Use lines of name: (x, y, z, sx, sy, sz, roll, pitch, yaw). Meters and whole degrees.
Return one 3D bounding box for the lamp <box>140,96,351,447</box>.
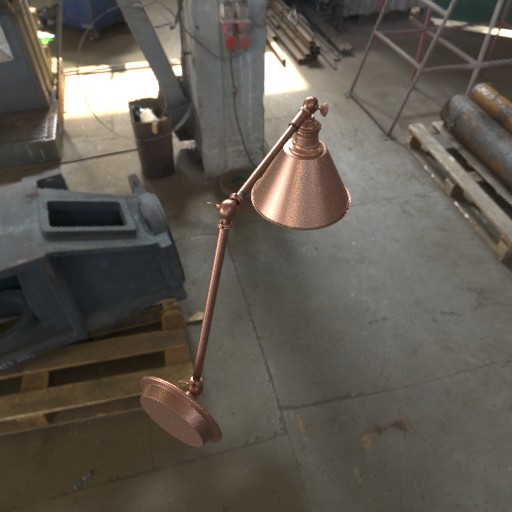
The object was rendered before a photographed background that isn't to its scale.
lamp: (0.000, 0.000, 0.889, 0.223, 0.502, 0.624, 22, 49, 21)
